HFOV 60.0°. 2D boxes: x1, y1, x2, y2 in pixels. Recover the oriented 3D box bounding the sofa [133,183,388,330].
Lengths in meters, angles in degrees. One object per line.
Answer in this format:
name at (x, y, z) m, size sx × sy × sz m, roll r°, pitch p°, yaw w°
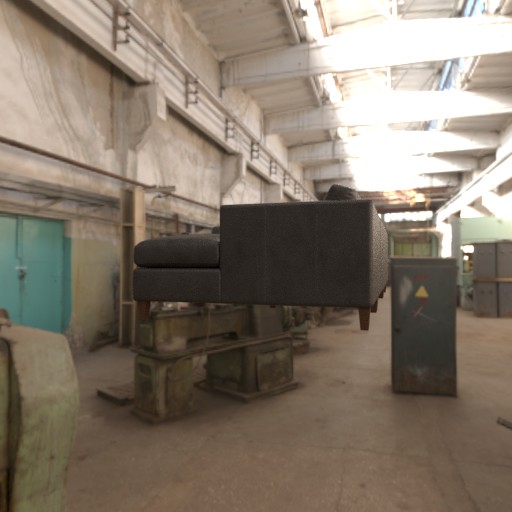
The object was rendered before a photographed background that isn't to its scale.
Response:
sofa at (0.000, 0.000, 4.431) m, size 2.452 × 0.891 × 3.324 m, roll 0°, pitch -1°, yaw 18°
